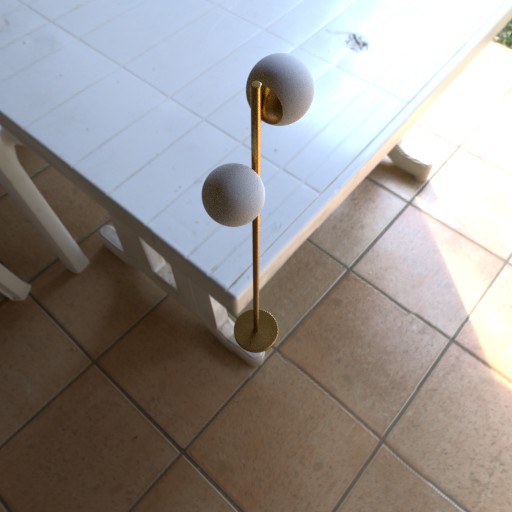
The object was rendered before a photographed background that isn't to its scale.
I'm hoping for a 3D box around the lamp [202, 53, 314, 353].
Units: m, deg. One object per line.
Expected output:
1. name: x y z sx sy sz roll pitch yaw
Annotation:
1. lamp: 0.000 0.000 1.798 0.249 1.641 0.419 31 64 18
